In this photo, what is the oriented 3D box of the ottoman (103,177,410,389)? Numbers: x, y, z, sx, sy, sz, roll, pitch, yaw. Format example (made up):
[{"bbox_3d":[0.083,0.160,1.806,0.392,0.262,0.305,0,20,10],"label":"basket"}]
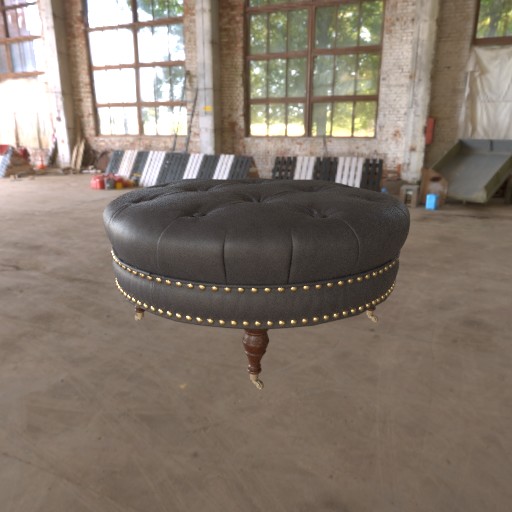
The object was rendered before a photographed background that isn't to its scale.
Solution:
[{"bbox_3d":[0.000,0.000,1.391,0.901,0.439,0.901,0,17,0],"label":"ottoman"}]
